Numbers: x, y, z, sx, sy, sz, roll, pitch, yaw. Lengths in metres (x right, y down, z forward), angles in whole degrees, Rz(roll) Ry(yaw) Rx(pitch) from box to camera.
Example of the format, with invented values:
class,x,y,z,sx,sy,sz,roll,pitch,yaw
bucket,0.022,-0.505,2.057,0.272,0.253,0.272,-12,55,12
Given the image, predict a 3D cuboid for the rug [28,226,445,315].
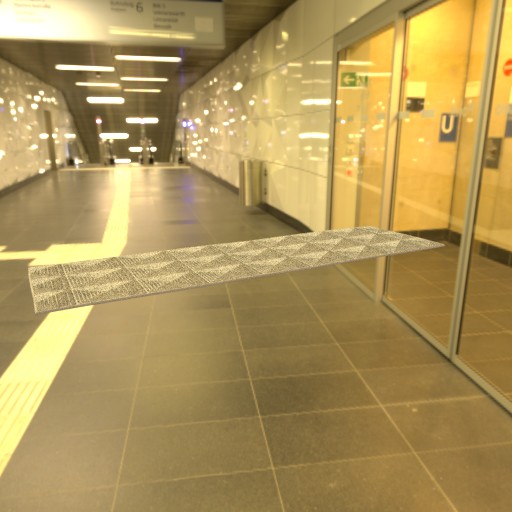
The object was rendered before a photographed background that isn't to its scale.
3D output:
class,x,y,z,sx,sy,sz,roll,pitch,yaw
rug,0.000,0.000,2.383,2.182,0.015,0.645,-8,17,-27
